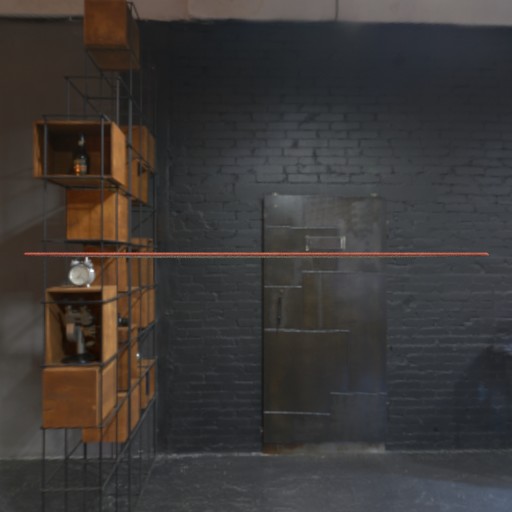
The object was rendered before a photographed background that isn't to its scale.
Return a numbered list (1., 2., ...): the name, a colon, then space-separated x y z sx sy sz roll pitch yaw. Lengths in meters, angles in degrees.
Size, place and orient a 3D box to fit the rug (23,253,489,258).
1. rug: 0.000 0.000 4.026 2.976 0.018 2.430 0 -1 0
